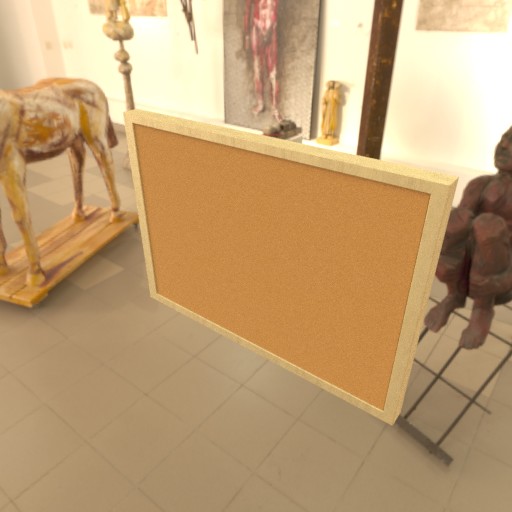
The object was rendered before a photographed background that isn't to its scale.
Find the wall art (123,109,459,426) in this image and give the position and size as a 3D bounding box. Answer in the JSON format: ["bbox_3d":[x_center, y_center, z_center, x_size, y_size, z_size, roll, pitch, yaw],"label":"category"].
[{"bbox_3d":[0.000,0.000,0.708,0.532,0.380,0.032,21,37,31],"label":"wall art"}]
